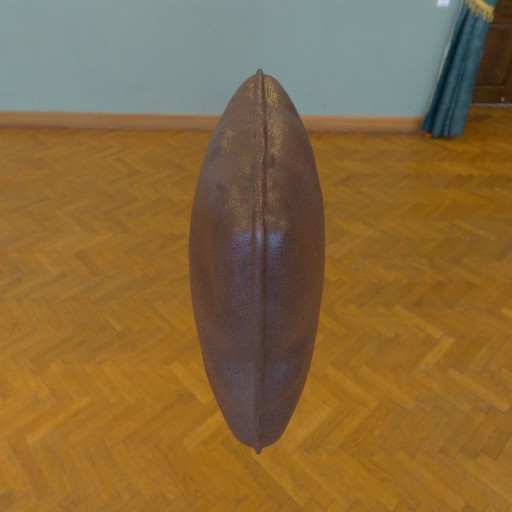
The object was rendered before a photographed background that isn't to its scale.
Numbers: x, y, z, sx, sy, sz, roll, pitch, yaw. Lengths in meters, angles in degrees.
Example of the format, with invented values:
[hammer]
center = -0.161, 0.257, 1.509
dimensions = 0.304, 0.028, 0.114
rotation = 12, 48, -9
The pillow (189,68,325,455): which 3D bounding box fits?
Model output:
[pillow]
center = 0.000, 0.000, 0.817
dimensions = 0.236, 0.523, 0.532
rotation = 0, 40, 0
